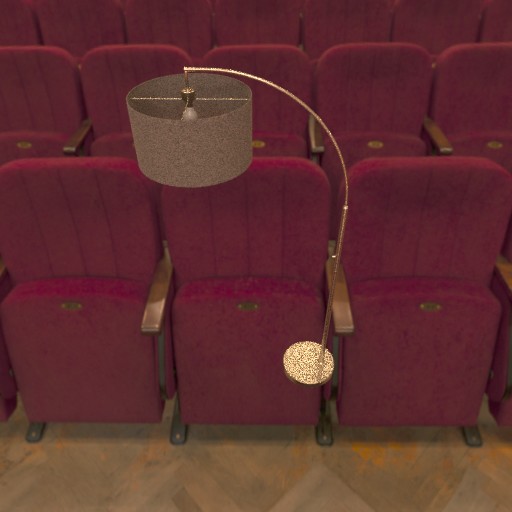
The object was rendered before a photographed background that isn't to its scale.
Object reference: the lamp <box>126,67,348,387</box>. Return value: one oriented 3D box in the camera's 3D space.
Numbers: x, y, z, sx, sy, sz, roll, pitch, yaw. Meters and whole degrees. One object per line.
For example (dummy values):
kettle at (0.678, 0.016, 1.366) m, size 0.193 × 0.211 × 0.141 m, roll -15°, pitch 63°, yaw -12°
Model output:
lamp at (0.000, 0.000, 2.114) m, size 0.934 × 1.735 × 0.452 m, roll 1°, pitch 41°, yaw 1°
